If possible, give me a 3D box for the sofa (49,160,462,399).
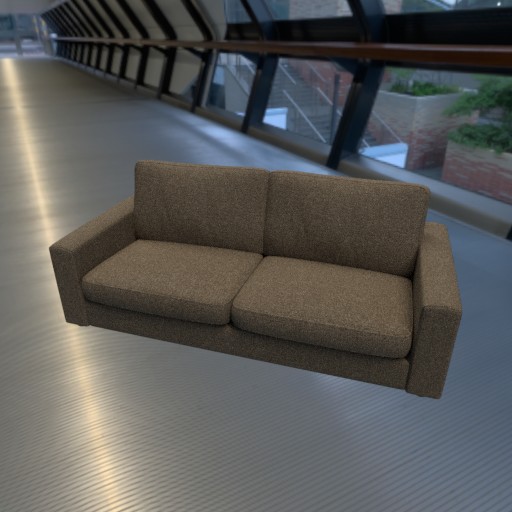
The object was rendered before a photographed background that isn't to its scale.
[{"bbox_3d":[0.000,0.000,2.659,2.179,0.873,1.016,8,28,15],"label":"sofa"}]
